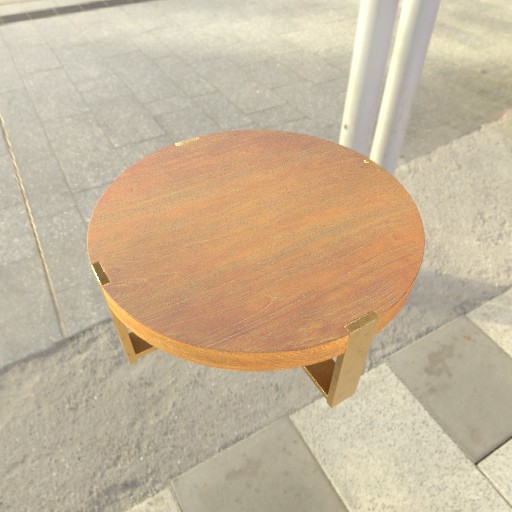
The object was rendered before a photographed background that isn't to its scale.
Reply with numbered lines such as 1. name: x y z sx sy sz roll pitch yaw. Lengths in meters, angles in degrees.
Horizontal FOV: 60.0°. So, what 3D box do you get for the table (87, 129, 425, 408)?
1. table: 0.000 0.000 1.648 1.100 0.420 1.100 0 45 0
